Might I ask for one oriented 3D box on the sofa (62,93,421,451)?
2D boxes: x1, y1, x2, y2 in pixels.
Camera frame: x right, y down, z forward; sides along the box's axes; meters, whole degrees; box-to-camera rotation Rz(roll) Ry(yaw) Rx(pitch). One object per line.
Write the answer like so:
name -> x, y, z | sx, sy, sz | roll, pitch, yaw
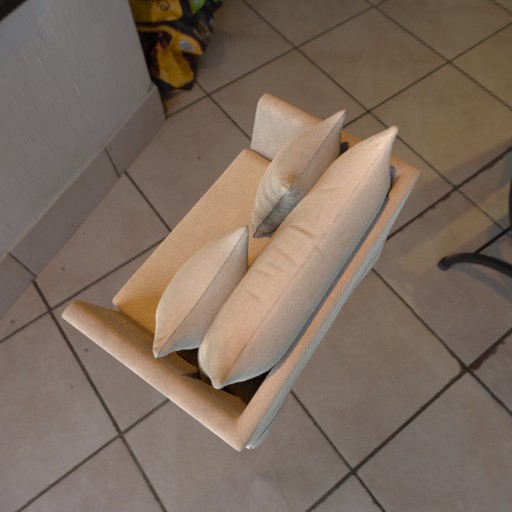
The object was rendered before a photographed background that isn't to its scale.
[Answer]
sofa -> 0.000, 0.000, 2.282 | 1.035, 1.040, 1.608 | 32, 68, 15
